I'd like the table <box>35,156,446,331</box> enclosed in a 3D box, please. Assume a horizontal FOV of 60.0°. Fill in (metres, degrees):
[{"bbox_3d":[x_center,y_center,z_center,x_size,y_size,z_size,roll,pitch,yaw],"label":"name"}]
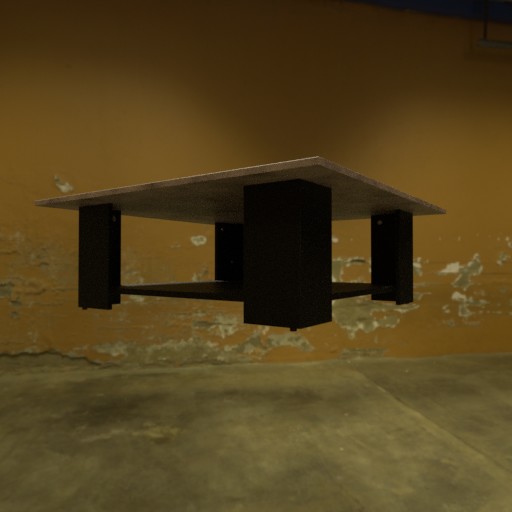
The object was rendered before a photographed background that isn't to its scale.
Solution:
[{"bbox_3d":[0.000,0.000,1.342,0.890,0.305,0.890,-1,-1,36],"label":"table"}]
